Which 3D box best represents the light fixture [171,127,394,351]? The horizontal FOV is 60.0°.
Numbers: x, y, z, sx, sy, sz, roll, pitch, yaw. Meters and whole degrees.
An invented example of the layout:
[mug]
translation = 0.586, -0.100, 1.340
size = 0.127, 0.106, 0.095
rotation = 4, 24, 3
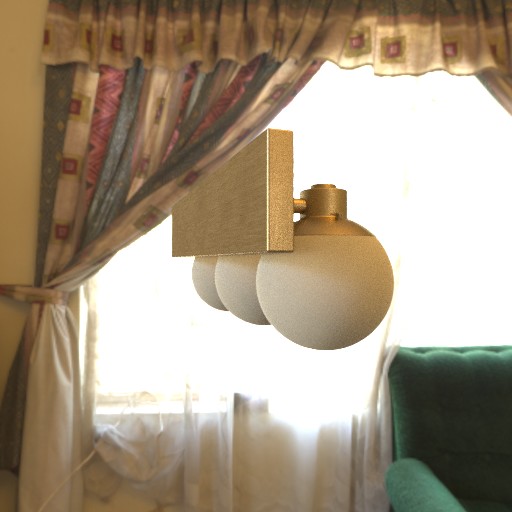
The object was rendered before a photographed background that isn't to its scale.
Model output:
[light fixture]
translation = 0.000, 0.000, 0.840
size = 0.218, 0.263, 0.721
rotation = 0, -1, -19
